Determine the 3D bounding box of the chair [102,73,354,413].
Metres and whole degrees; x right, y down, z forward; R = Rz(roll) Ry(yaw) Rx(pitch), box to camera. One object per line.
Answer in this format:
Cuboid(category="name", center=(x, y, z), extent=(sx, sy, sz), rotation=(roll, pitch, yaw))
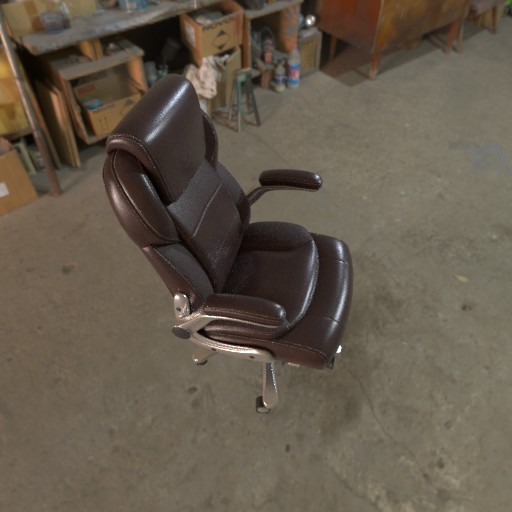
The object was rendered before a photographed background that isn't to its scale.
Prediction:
Cuboid(category="chair", center=(0.000, 0.000, 1.648), extent=(0.774, 1.160, 0.733), rotation=(11, 48, 10))
